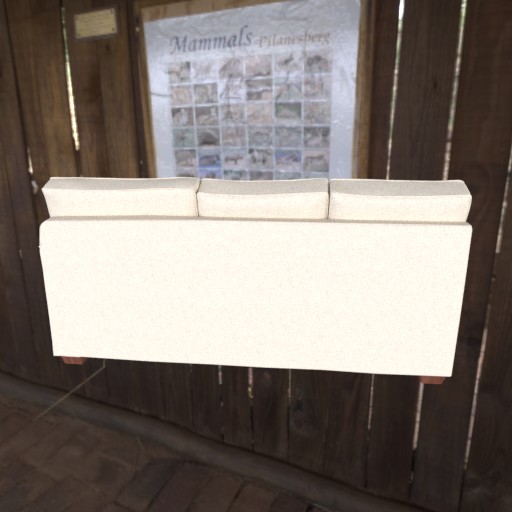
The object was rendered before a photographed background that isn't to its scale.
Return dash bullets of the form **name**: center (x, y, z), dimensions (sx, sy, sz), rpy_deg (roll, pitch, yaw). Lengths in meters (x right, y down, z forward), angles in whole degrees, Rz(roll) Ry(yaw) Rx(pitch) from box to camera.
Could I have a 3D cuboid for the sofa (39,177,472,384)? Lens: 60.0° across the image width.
- **sofa**: center (0.000, 0.000, 2.503), dimensions (1.963, 0.946, 1.034), rpy_deg (2, 16, 6)
